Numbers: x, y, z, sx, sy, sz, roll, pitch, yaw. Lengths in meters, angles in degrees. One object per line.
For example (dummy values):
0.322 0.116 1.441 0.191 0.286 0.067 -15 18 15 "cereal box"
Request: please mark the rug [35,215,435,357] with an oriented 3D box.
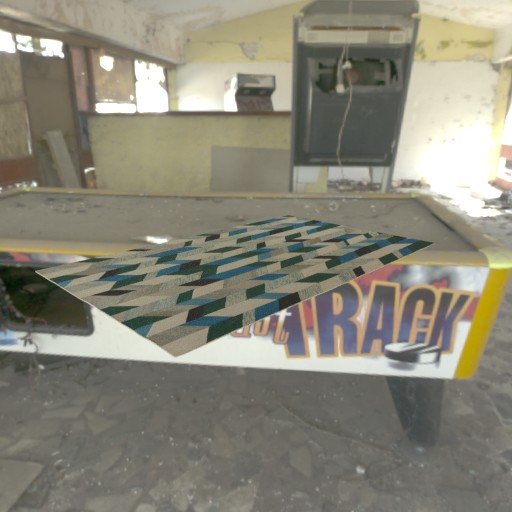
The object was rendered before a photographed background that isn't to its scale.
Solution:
0.000 0.000 3.107 1.507 0.007 2.433 16 23 42 "rug"
